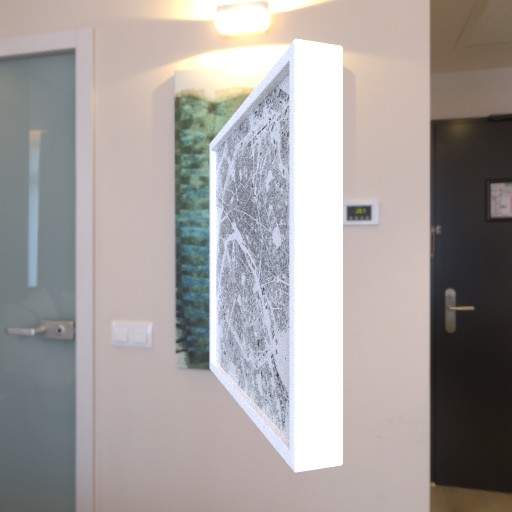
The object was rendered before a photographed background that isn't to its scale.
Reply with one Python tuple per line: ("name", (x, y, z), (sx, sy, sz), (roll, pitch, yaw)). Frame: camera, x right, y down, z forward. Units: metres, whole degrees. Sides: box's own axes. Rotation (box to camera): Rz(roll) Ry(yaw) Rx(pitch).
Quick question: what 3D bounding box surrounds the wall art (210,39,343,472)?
("wall art", (0.000, 0.000, 0.461), (0.038, 0.305, 0.305), (0, 0, -17))
